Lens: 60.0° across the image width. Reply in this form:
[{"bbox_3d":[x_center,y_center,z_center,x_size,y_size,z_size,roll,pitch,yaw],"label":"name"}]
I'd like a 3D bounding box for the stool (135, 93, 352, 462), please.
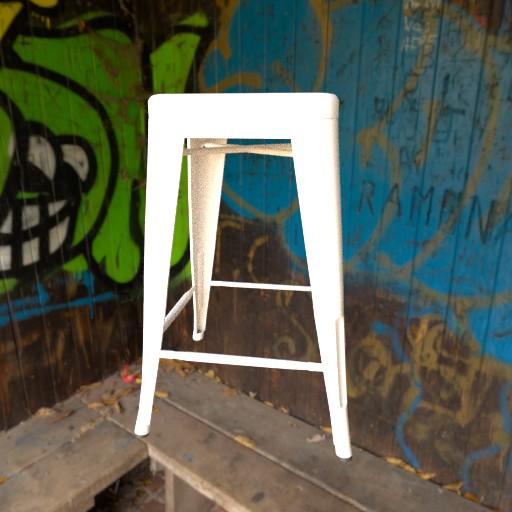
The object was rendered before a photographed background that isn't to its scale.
[{"bbox_3d":[0.000,0.000,0.902,0.406,0.610,0.406,3,18,9],"label":"stool"}]
